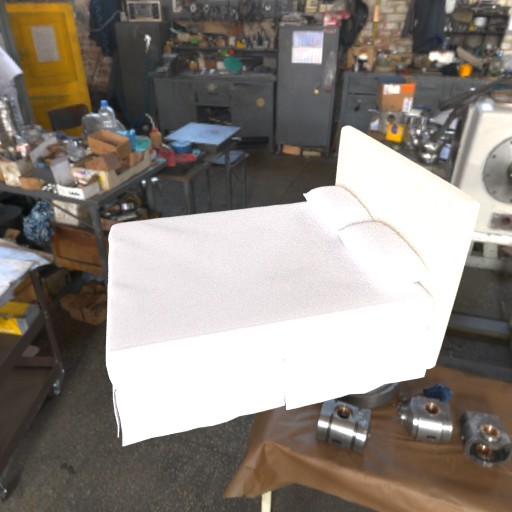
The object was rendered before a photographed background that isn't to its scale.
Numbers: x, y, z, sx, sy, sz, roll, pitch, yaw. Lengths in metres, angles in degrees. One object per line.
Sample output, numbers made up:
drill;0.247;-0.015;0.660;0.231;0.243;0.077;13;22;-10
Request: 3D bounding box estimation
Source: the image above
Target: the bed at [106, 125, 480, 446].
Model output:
bed;0.000;0.000;3.176;2.142;1.330;1.713;-8;32;-13
